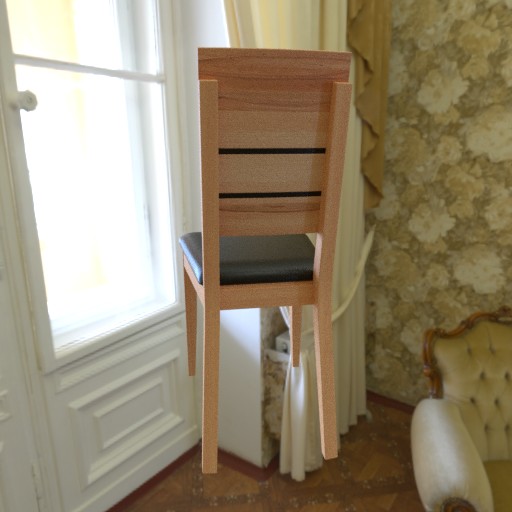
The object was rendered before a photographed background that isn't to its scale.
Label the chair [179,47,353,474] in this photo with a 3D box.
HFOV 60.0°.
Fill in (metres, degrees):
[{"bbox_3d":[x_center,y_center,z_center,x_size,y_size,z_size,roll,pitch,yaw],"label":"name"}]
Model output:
[{"bbox_3d":[0.000,0.000,1.188,0.410,0.940,0.520,-3,15,-9],"label":"chair"}]
